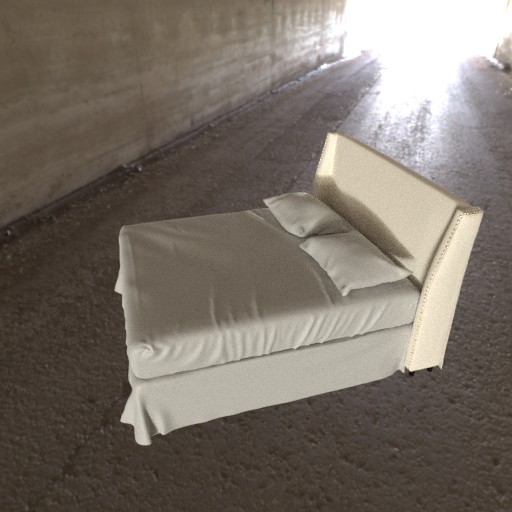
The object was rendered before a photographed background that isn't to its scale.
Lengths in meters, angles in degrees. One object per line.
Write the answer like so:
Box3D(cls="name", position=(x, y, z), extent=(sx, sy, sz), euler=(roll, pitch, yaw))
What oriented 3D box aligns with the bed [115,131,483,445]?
Box3D(cls="bed", position=(0.000, 0.000, 3.441), extent=(2.276, 1.332, 1.925), euler=(-9, 31, -14))
